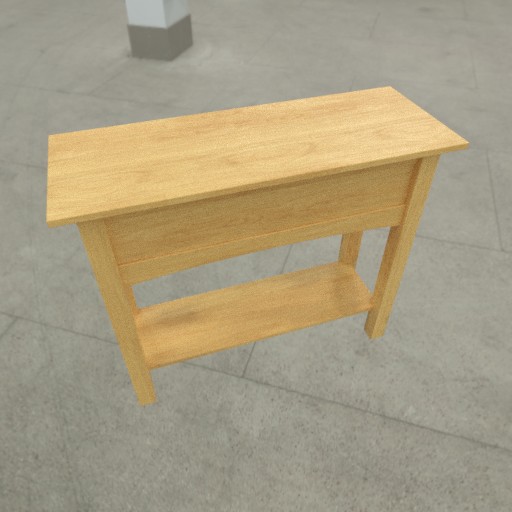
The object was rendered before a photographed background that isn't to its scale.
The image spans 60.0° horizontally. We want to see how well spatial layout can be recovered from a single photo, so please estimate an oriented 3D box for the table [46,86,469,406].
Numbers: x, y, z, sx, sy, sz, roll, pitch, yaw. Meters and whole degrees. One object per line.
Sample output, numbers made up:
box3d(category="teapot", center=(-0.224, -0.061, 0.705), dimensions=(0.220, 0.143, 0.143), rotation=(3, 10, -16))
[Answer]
box3d(category="table", center=(0.000, 0.000, 1.257), dimensions=(0.900, 0.728, 0.340), rotation=(-13, 44, -13))
